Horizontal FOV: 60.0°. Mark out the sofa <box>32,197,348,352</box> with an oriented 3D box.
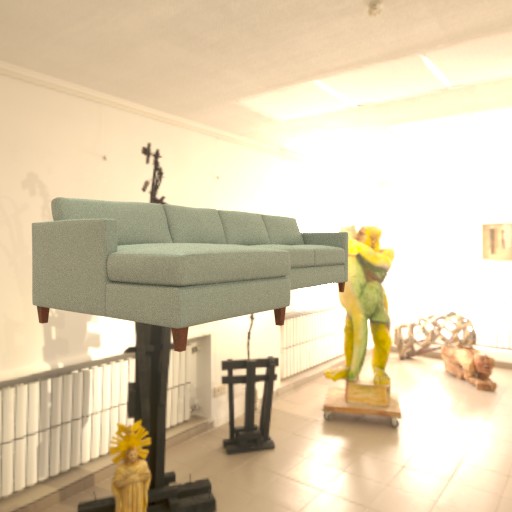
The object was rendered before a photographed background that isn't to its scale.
[{"bbox_3d":[0.000,0.000,4.180,1.600,0.953,3.470,1,2,37],"label":"sofa"}]
